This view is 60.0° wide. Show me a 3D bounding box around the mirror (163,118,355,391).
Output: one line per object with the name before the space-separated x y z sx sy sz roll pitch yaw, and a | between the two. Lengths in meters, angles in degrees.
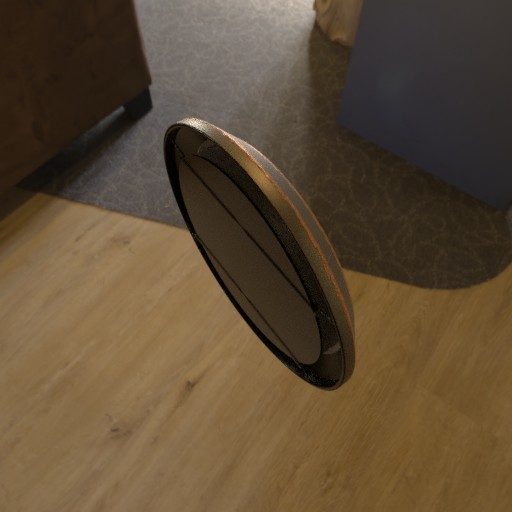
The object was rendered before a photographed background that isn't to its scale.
mirror | 0.000 0.000 1.376 0.111 0.907 0.907 -32 64 -18
